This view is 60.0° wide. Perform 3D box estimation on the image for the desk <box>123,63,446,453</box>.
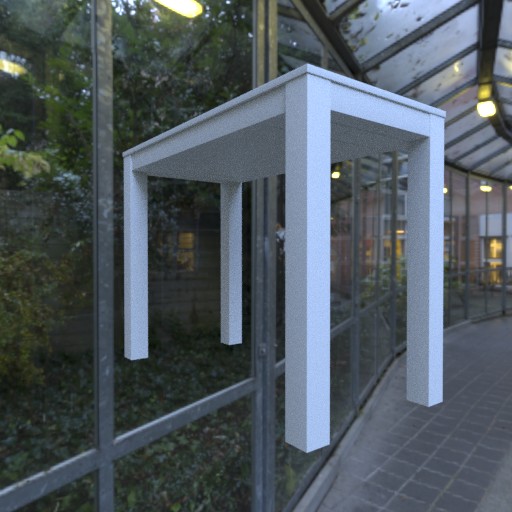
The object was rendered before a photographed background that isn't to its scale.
[{"bbox_3d":[0.000,0.000,1.409,0.497,0.762,0.990,-1,1,-37],"label":"desk"}]
